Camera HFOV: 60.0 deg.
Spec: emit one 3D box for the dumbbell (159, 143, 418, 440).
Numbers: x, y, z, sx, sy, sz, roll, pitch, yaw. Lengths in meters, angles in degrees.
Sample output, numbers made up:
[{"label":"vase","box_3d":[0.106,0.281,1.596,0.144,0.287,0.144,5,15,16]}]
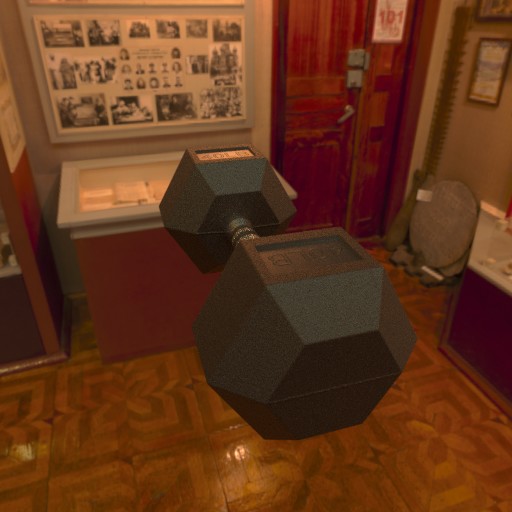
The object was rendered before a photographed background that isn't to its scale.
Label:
[{"label":"dumbbell","box_3d":[0.000,0.000,0.435,0.157,0.137,0.361,-8,30,-14]}]
